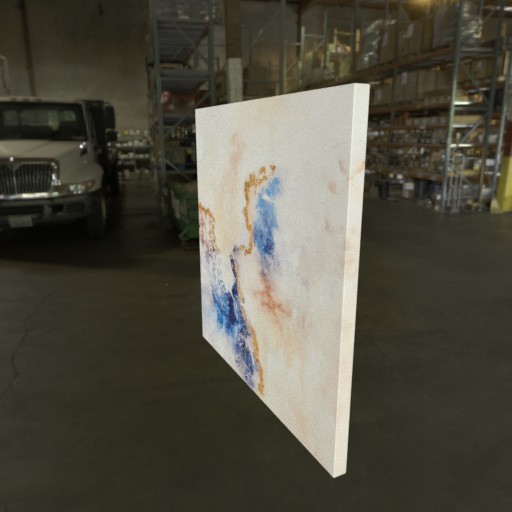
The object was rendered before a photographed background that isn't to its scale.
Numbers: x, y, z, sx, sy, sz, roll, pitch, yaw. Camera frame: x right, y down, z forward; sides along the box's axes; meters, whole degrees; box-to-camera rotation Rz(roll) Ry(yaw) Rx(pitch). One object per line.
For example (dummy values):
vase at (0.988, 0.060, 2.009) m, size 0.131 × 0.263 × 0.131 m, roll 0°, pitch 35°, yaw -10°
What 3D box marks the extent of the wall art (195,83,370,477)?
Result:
wall art at (0.000, 0.000, 1.339) m, size 0.038 × 0.889 × 0.889 m, roll -8°, pitch 17°, yaw -26°
